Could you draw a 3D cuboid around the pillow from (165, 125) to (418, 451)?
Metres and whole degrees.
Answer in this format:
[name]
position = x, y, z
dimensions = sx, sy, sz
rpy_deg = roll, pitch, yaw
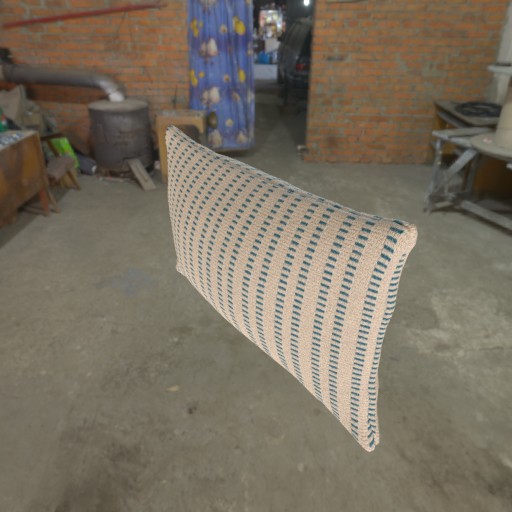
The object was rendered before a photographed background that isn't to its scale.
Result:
[pillow]
position = 0.000, 0.000, 0.792
dimensions = 0.210, 0.353, 0.640
rpy_deg = -18, 33, -30
